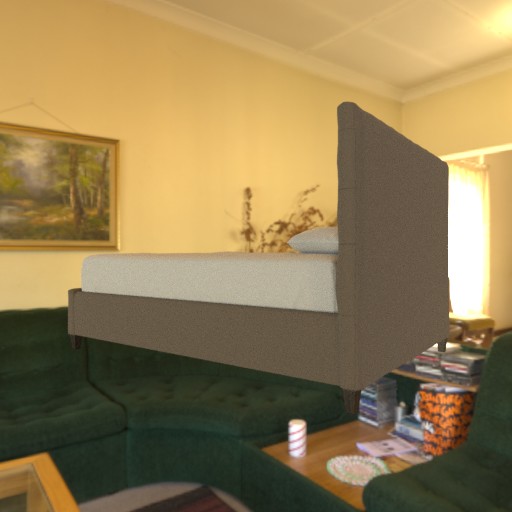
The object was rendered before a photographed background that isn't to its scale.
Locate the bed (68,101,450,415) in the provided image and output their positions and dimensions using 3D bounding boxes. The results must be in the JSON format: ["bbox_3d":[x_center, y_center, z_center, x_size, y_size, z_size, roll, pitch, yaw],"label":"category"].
[{"bbox_3d":[0.000,0.000,3.361,2.387,1.427,1.698,0,0,37],"label":"bed"}]
